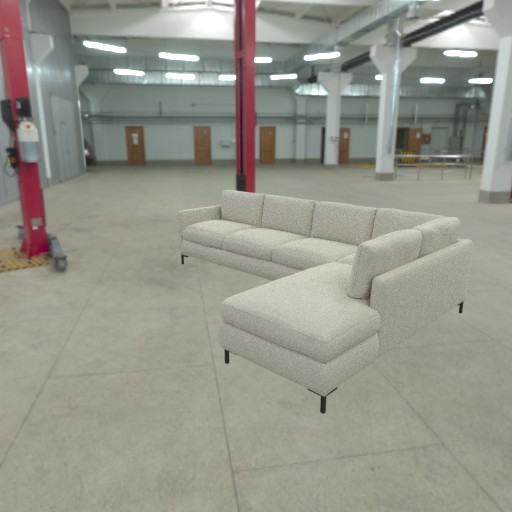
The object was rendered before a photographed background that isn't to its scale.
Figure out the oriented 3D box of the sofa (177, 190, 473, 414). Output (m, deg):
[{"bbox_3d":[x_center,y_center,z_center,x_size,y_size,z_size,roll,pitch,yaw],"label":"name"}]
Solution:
[{"bbox_3d":[0.000,0.000,3.850,2.949,0.815,2.007,14,20,43],"label":"sofa"}]
